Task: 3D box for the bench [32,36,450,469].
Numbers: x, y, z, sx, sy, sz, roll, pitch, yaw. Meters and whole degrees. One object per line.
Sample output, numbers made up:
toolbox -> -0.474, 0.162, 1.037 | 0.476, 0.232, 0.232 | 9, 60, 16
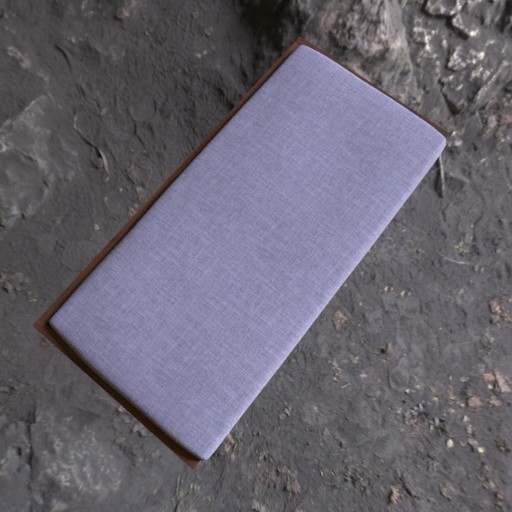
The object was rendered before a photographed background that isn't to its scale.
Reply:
bench -> 0.000, 0.000, 0.973 | 0.362, 0.461, 0.734 | 38, 78, 10
